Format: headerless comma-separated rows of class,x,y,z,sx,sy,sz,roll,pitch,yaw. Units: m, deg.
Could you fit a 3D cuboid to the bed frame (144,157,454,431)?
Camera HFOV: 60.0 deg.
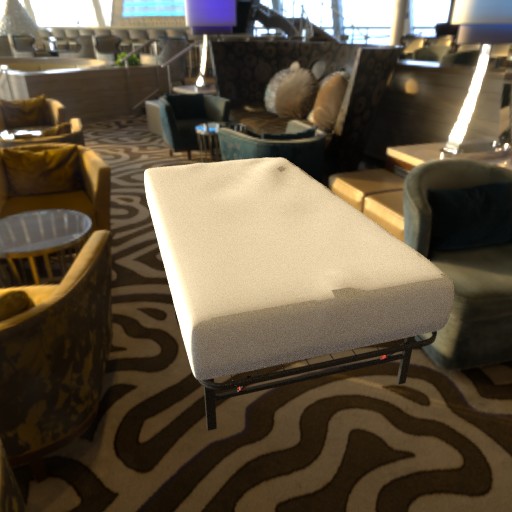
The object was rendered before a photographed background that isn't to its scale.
bed frame,0.000,0.000,2.444,1.025,0.640,1.908,-8,28,-15
